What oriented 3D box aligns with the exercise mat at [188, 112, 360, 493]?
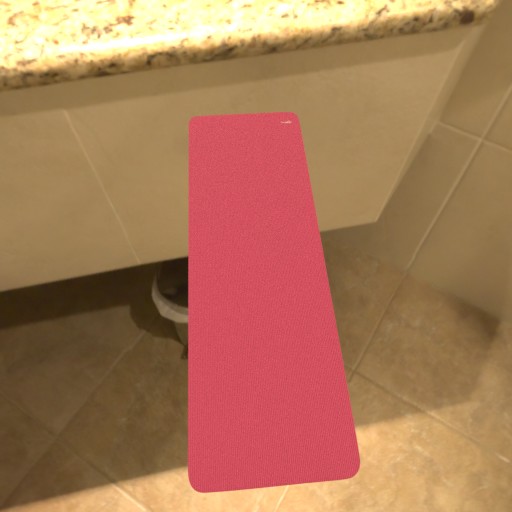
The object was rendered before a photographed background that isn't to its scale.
[{"bbox_3d":[0.000,0.000,2.029,0.616,0.021,1.884,-4,59,-2],"label":"exercise mat"}]
